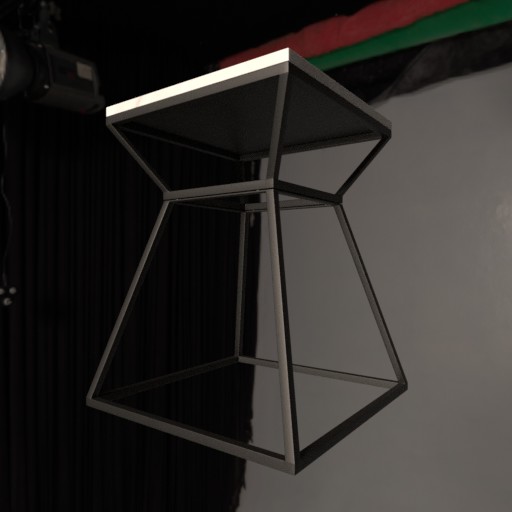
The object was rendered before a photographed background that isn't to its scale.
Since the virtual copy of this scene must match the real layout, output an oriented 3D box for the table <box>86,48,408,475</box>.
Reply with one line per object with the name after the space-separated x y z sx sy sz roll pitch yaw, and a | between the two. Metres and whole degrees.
0.000 0.000 0.878 0.455 0.559 0.455 0 0 36 | table
